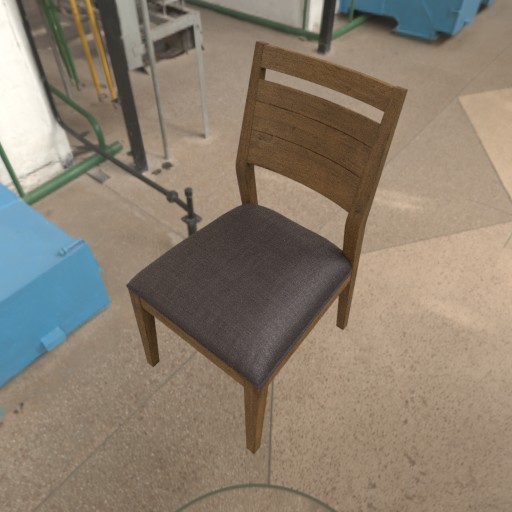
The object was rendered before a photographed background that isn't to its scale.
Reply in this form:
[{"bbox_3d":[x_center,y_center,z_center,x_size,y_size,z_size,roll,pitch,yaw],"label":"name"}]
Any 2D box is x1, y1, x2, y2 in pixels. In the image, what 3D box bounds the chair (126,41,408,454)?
[{"bbox_3d":[0.000,0.000,1.278,0.501,0.939,0.610,31,54,26],"label":"chair"}]
